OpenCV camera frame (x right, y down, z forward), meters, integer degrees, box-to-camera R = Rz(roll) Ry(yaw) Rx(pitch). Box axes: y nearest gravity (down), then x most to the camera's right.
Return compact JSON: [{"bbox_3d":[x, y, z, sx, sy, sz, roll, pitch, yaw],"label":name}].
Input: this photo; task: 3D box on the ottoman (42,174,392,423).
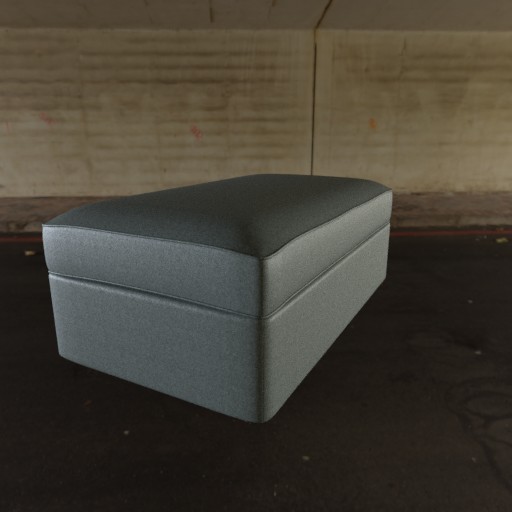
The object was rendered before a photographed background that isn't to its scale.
[{"bbox_3d":[0.000,0.000,1.543,0.681,0.494,1.173,8,18,27],"label":"ottoman"}]
